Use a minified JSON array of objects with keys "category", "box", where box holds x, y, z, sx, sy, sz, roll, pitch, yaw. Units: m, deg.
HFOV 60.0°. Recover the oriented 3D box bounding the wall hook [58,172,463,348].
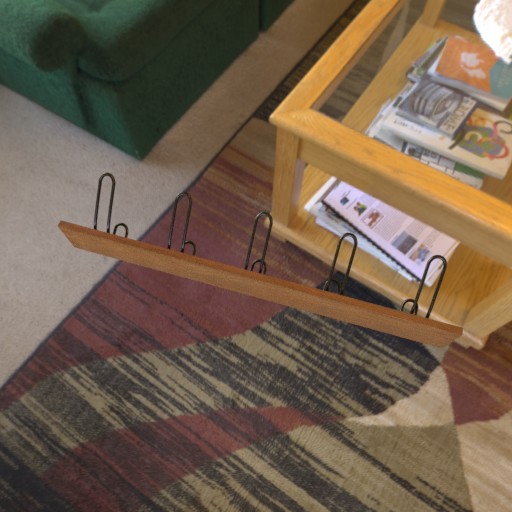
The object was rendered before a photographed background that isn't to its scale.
[{"category":"wall hook","box":[0.000,0.000,0.608,0.554,0.116,0.076,15,64,7]}]
